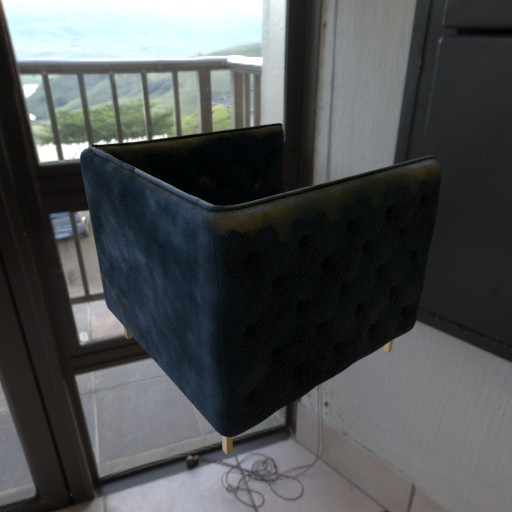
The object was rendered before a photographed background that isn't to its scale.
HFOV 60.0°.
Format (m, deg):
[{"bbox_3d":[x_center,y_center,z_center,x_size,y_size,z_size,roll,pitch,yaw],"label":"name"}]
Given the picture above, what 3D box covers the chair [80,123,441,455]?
[{"bbox_3d":[0.000,0.000,1.580,0.877,0.771,0.868,-19,32,-34],"label":"chair"}]
